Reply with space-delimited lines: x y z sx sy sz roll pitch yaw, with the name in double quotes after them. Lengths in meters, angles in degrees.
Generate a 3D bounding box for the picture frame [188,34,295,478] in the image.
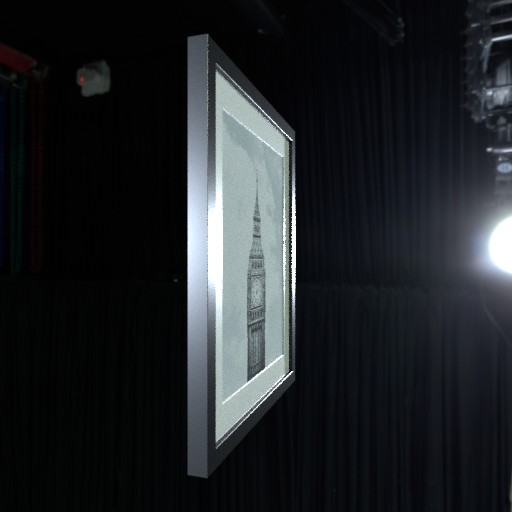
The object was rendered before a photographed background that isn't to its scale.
0.000 0.000 0.777 0.028 0.556 0.460 0 0 19 "picture frame"
